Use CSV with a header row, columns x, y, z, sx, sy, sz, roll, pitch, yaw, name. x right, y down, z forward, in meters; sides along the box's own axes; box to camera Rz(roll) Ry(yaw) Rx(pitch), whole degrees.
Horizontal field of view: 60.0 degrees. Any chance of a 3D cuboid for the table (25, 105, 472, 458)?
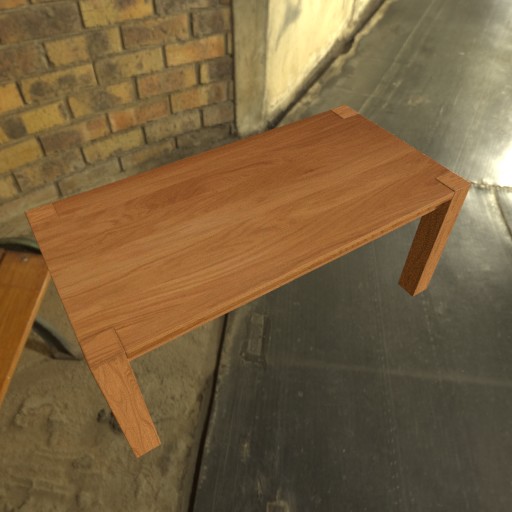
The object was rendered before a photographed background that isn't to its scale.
x,y,z,sx,sy,sz,roll,pitch,yaw,name
0.000,0.000,2.256,1.800,0.760,0.900,-24,51,-22,table
